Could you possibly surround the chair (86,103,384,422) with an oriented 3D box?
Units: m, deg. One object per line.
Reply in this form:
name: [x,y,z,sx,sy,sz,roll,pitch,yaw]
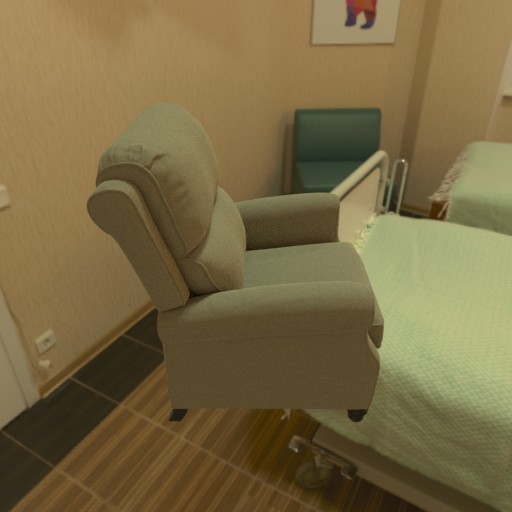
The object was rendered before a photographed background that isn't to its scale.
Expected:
chair: [0.000,0.000,1.731,0.919,1.046,0.859,0,31,1]
